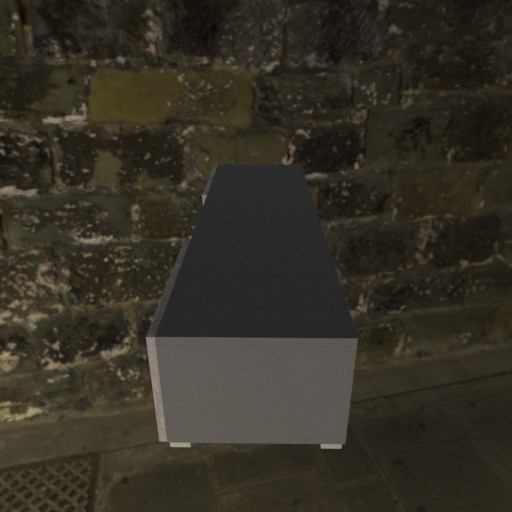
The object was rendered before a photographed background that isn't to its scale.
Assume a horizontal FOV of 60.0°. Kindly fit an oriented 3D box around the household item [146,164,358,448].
[{"bbox_3d":[0.000,0.000,1.574,0.420,0.310,1.400,0,25,1],"label":"household item"}]
